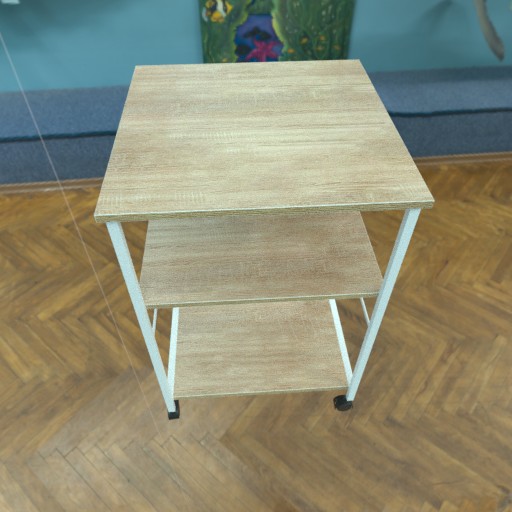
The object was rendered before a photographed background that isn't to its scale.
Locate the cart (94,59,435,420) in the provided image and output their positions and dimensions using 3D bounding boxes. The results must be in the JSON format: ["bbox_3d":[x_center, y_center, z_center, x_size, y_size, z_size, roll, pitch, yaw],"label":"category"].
[{"bbox_3d":[0.000,0.000,1.130,0.521,0.762,0.520,-3,47,-3],"label":"cart"}]
